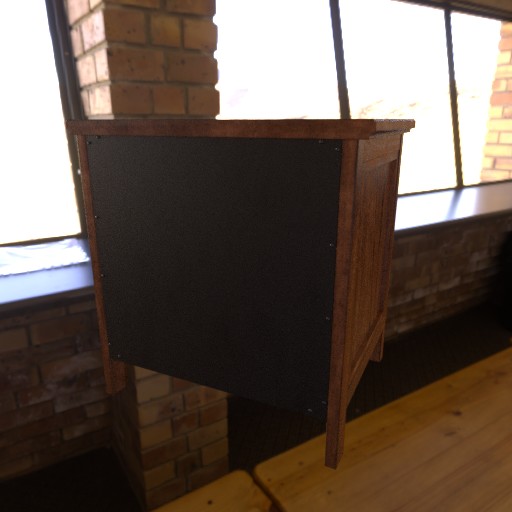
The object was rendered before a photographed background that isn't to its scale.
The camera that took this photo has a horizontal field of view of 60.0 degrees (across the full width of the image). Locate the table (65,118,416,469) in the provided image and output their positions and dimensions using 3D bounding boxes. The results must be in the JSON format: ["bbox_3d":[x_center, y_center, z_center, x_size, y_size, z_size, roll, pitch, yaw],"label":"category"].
[{"bbox_3d":[0.000,0.000,1.008,0.586,0.597,0.461,8,19,25],"label":"table"}]
